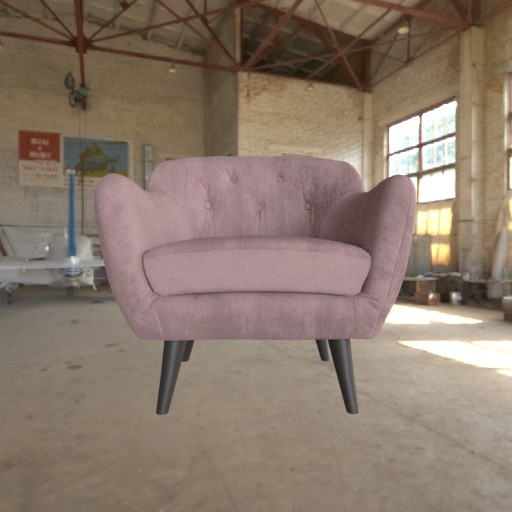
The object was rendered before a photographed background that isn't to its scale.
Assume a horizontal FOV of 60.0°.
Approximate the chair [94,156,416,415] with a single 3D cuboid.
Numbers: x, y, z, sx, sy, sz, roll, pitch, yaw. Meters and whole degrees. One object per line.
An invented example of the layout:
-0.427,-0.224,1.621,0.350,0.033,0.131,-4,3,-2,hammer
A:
0.000,0.000,1.496,0.840,0.820,0.820,0,1,-1,chair
